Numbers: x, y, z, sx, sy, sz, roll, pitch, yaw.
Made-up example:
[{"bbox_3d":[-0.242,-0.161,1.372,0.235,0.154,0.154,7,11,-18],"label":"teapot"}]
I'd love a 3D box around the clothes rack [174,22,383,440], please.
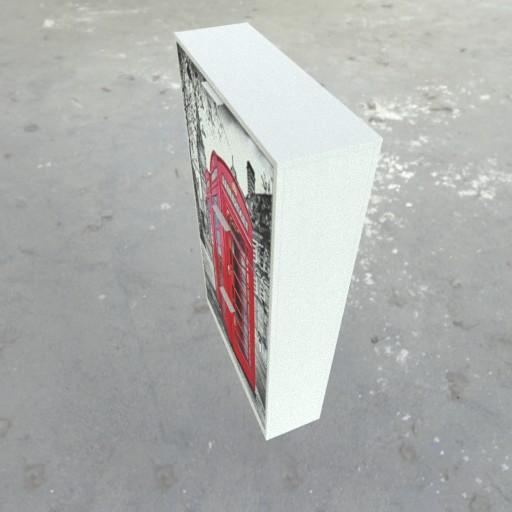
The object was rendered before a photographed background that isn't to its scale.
[{"bbox_3d":[0.000,0.000,1.563,0.250,1.280,0.750,-16,48,-16],"label":"clothes rack"}]
